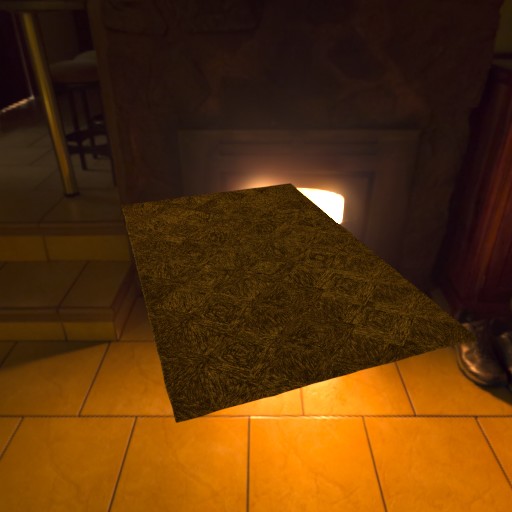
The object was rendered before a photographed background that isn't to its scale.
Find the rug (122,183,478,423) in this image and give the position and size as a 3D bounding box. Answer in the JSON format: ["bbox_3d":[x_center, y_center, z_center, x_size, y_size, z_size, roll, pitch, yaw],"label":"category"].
[{"bbox_3d":[0.000,0.000,2.285,1.189,0.011,1.808,-10,31,-17],"label":"rug"}]
